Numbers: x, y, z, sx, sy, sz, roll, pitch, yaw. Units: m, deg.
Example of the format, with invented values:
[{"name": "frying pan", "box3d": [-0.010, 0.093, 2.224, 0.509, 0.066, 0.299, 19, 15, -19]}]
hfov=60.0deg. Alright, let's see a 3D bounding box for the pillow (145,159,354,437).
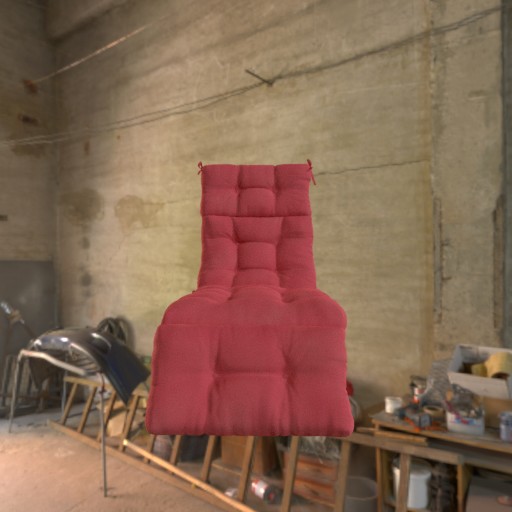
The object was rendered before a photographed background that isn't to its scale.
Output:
[{"name": "pillow", "box3d": [0.000, 0.000, 1.507, 0.526, 0.863, 1.016, 0, -1, 1]}]
